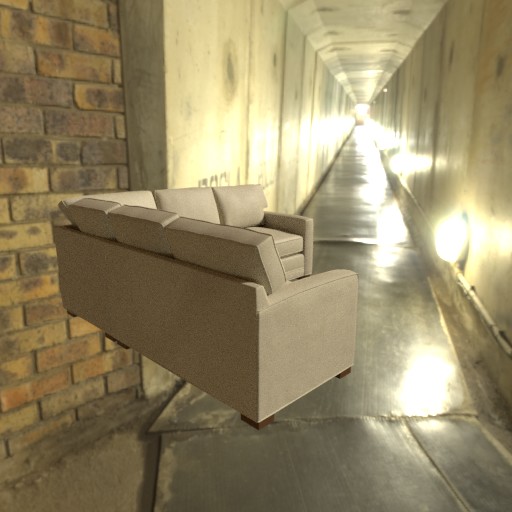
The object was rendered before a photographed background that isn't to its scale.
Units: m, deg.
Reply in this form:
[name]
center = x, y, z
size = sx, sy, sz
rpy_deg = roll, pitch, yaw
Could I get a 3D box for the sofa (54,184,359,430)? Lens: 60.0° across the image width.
[sofa]
center = 0.000, 0.000, 3.440
size = 2.182, 0.939, 2.189
rpy_deg = 13, 19, 43
